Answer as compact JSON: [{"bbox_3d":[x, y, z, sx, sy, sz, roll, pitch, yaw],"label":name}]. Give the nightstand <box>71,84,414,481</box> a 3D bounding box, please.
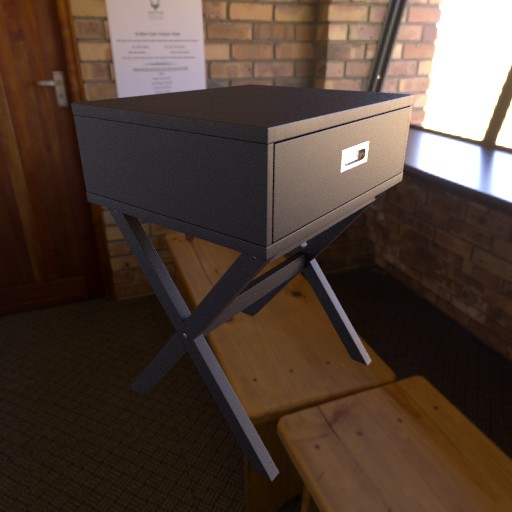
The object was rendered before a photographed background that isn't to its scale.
[{"bbox_3d":[0.000,0.000,0.924,0.402,0.623,0.479,18,31,33],"label":"nightstand"}]
